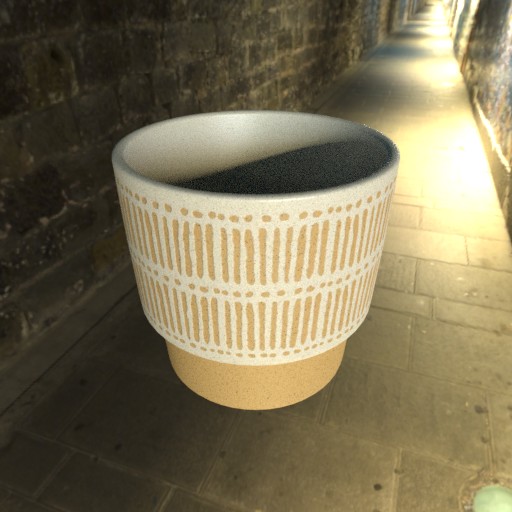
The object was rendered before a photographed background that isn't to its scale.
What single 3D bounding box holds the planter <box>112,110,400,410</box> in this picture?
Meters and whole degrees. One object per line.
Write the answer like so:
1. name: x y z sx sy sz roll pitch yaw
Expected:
1. planter: 0.000 0.000 0.581 0.317 0.303 0.317 0 31 0
